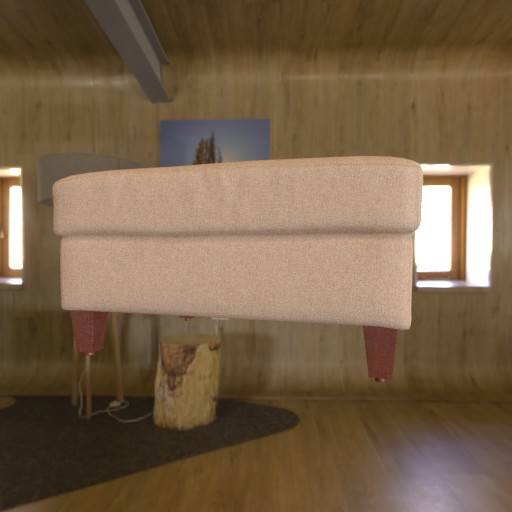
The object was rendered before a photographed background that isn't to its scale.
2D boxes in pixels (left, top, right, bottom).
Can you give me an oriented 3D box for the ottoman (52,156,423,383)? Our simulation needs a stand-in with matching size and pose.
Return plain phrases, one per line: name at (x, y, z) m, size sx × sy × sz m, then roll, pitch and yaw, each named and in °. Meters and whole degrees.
ottoman at (0.000, 0.000, 1.308) m, size 0.902 × 0.511 × 0.692 m, roll 0°, pitch 1°, yaw 18°
